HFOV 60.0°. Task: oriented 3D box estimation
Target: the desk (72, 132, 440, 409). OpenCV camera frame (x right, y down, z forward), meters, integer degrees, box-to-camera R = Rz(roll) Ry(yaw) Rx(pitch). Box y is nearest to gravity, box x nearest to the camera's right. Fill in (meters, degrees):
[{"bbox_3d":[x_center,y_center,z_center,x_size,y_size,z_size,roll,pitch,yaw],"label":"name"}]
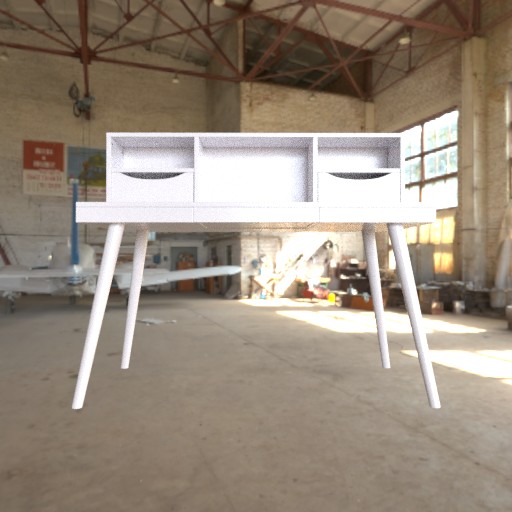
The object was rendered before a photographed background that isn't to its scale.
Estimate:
[{"bbox_3d":[0.000,0.000,1.713,1.199,0.990,0.559,0,-1,0],"label":"desk"}]
